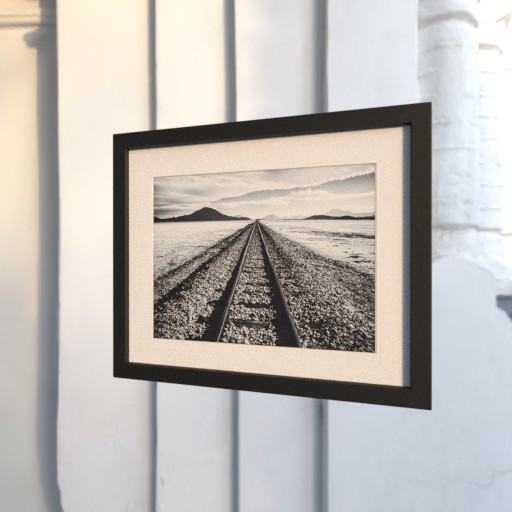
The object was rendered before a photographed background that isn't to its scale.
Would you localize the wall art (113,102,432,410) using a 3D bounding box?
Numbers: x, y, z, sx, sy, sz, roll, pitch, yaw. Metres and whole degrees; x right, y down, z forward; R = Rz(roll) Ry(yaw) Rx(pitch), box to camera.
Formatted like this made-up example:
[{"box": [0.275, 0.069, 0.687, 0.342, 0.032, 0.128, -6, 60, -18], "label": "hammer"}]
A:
[{"box": [0.000, 0.000, 0.759, 0.559, 0.458, 0.029, 0, 0, 19], "label": "wall art"}]
